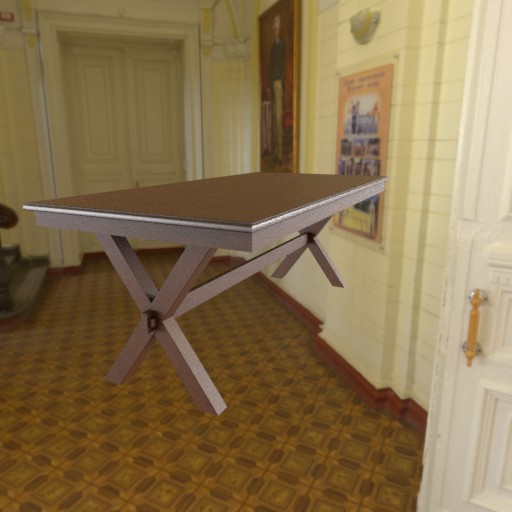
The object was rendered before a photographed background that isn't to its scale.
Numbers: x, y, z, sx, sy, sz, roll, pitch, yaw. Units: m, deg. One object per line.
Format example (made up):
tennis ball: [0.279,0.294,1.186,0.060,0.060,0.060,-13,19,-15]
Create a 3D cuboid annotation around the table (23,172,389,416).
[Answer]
table: [0.000,0.000,1.461,0.594,0.459,1.197,7,16,26]
